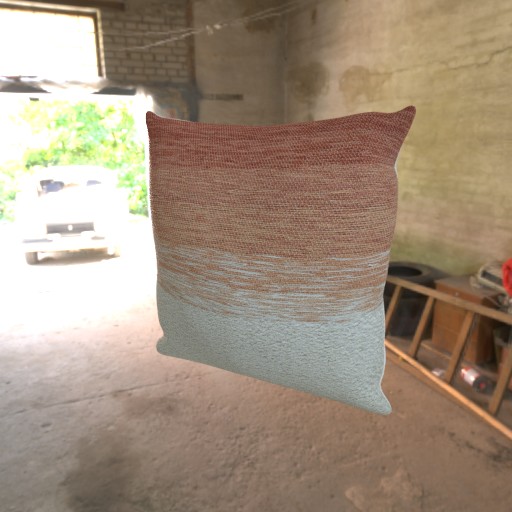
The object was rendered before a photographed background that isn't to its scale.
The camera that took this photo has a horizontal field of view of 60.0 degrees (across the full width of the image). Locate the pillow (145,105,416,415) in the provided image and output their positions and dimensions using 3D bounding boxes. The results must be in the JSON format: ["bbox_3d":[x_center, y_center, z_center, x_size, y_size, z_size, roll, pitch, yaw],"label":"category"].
[{"bbox_3d":[0.000,0.000,0.686,0.440,0.441,0.182,8,17,28],"label":"pillow"}]
